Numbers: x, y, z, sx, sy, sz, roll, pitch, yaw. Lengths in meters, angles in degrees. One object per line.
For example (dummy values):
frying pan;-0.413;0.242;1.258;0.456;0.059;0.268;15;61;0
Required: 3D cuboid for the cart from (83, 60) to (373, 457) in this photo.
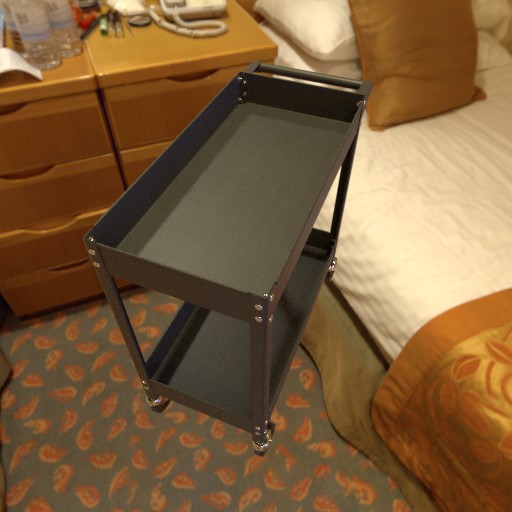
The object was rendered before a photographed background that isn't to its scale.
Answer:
cart;0.000;0.000;1.204;0.366;0.719;0.779;17;50;15
